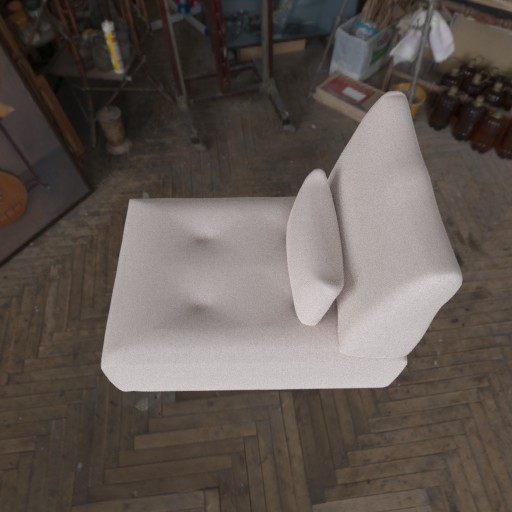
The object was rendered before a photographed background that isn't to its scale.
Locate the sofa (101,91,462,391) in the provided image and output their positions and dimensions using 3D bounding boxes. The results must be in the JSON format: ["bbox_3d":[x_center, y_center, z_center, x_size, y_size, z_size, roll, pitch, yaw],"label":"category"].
[{"bbox_3d":[0.000,0.000,1.502,1.000,0.820,0.700,-1,57,0],"label":"sofa"}]
